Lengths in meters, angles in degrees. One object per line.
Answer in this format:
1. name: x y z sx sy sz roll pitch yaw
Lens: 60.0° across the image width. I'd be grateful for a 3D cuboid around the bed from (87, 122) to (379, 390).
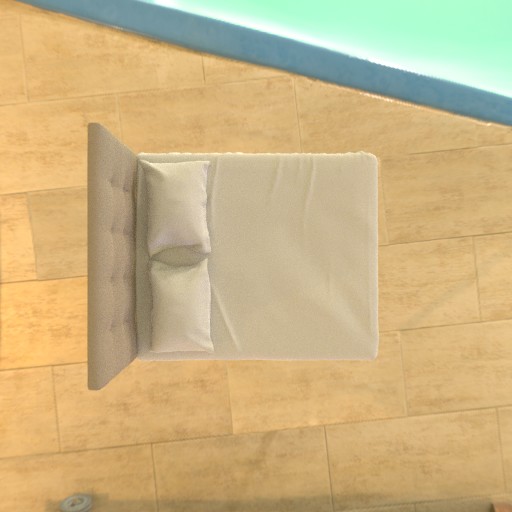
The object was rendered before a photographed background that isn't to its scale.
1. bed: 0.000 0.000 3.456 2.222 1.577 1.936 0 90 0
